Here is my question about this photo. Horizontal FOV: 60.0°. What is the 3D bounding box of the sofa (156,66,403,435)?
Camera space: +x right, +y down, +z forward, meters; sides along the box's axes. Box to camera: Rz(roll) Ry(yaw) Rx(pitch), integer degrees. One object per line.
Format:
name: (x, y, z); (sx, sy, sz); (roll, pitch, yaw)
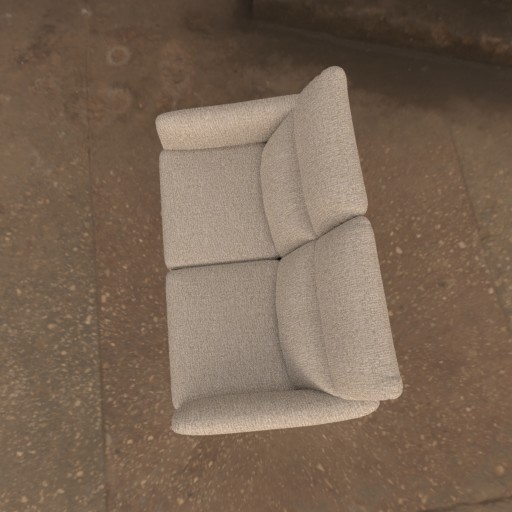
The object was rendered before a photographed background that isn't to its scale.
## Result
sofa: (0.000, 0.000, 2.103); (0.905, 0.950, 1.540); (-6, 75, -2)
